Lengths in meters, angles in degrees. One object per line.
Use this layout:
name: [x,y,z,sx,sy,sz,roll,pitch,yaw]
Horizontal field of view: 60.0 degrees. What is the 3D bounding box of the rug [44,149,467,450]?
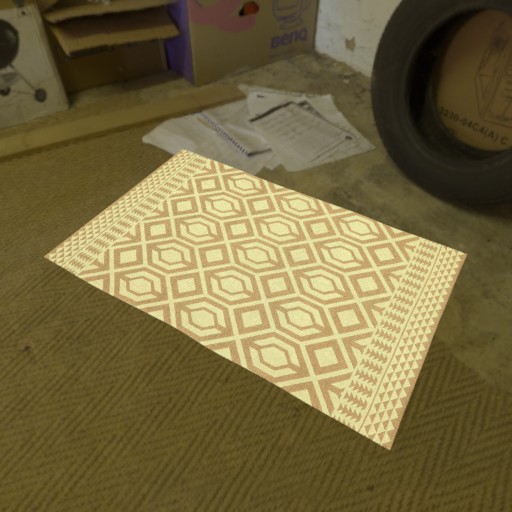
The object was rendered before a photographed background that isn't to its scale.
rug: [0.000,0.000,2.999,2.435,0.011,1.526,24,51,21]
